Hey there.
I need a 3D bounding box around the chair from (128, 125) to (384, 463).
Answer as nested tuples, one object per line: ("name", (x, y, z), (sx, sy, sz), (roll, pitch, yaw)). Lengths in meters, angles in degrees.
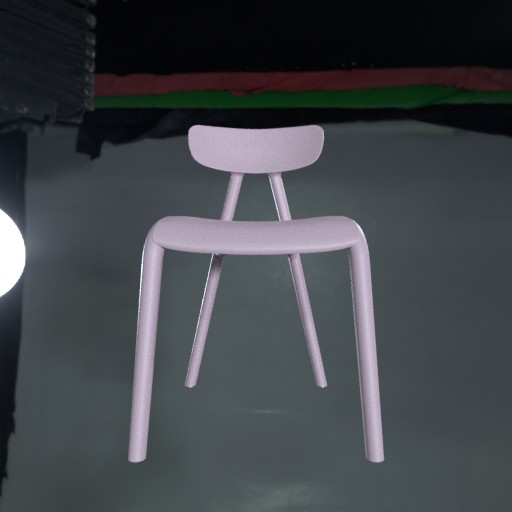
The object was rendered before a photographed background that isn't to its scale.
("chair", (0.000, 0.000, 0.814), (0.356, 0.580, 0.401), (0, -1, 0))
